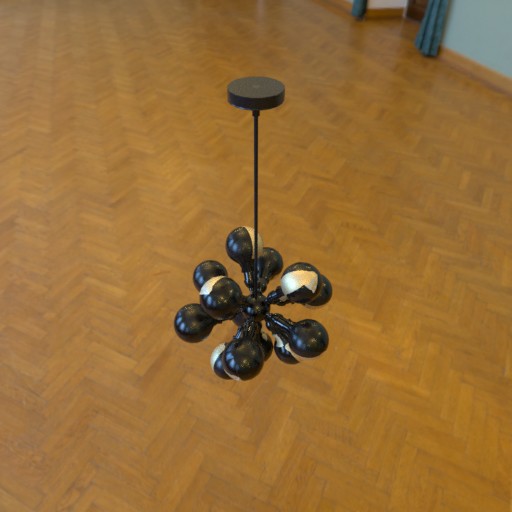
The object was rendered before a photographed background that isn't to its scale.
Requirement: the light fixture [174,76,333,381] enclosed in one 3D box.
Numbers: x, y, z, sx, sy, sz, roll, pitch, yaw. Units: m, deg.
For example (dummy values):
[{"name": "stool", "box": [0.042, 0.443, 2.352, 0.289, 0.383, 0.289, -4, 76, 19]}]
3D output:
[{"name": "light fixture", "box": [0.000, 0.000, 1.127, 0.468, 0.859, 0.420, -13, 43, -15]}]
